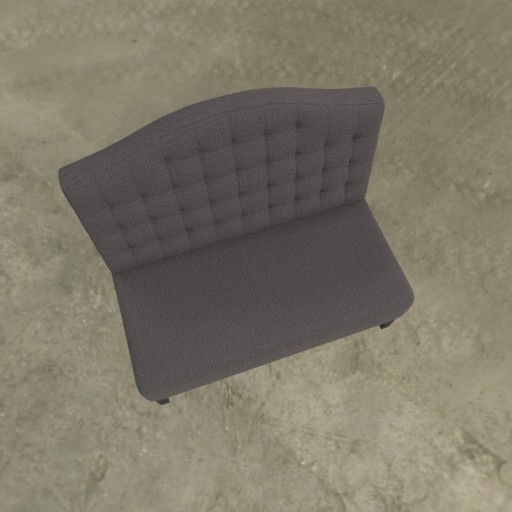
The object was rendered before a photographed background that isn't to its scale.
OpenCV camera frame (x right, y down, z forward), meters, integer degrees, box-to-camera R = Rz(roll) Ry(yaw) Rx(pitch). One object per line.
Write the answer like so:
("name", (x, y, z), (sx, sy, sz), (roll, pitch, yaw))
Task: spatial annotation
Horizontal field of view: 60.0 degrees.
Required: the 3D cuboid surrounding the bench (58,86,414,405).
("bench", (0.000, 0.000, 2.003), (1.335, 1.180, 0.815), (-17, 66, -8))
